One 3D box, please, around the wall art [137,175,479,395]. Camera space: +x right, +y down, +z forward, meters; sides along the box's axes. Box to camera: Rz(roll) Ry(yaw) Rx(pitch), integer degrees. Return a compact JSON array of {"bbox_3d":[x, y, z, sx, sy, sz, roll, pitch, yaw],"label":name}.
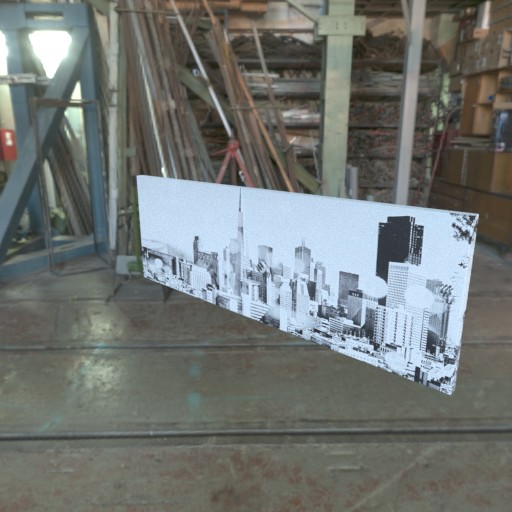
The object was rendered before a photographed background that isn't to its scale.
[{"bbox_3d":[0.000,0.000,1.682,1.520,0.507,0.039,14,21,41],"label":"wall art"}]
